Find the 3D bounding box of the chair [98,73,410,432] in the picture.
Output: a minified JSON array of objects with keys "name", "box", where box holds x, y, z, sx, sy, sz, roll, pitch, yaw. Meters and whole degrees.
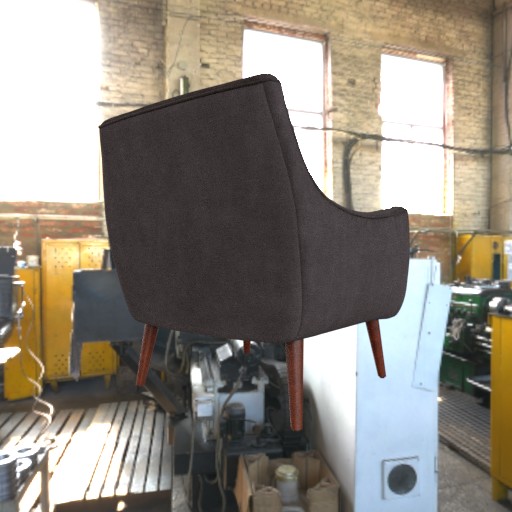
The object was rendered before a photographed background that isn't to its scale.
[{"name":"chair","box":[0.000,0.000,1.434,0.762,0.838,0.787,0,1,37]}]
